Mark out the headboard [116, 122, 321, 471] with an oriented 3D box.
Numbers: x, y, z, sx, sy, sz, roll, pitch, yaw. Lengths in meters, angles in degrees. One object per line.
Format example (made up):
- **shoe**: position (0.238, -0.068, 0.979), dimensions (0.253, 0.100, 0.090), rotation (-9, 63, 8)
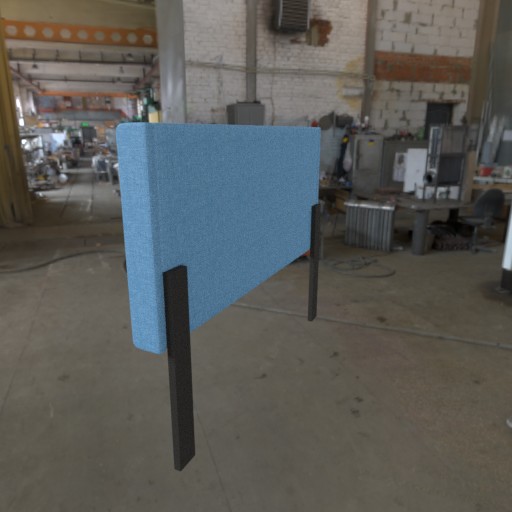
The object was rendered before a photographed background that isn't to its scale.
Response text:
- **headboard**: position (0.000, 0.000, 2.702), dimensions (0.184, 1.524, 2.051), rotation (7, 17, 25)
